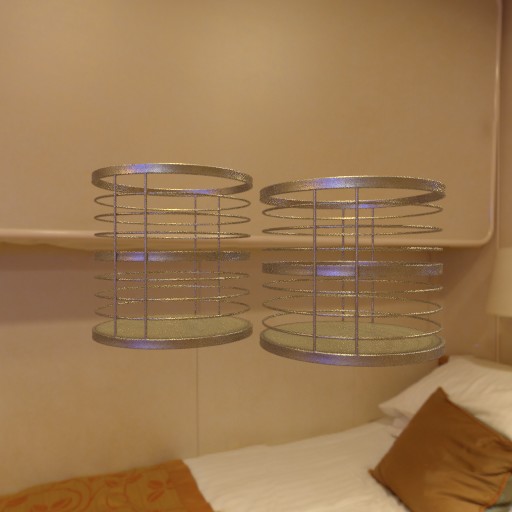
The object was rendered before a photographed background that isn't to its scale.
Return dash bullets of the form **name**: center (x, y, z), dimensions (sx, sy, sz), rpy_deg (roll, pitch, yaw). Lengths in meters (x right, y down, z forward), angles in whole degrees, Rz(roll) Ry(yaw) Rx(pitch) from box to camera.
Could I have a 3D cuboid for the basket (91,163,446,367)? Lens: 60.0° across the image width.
- **basket**: center (0.000, 0.000, 0.947), dimensions (0.746, 0.351, 0.356), rpy_deg (0, 0, 19)
